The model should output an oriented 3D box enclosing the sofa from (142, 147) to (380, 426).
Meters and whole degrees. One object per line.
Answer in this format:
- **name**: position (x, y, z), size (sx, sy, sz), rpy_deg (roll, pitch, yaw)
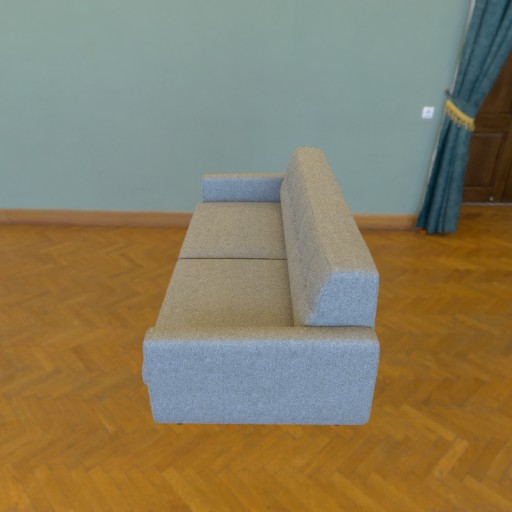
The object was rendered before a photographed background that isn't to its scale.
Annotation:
- **sofa**: position (0.000, 0.000, 2.643), size (0.968, 0.873, 2.055), rpy_deg (0, 28, 0)
